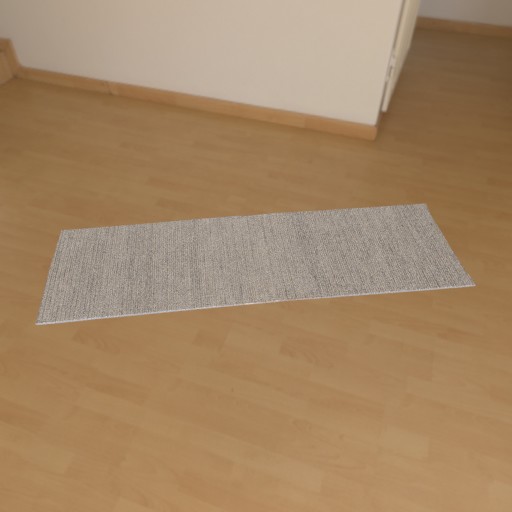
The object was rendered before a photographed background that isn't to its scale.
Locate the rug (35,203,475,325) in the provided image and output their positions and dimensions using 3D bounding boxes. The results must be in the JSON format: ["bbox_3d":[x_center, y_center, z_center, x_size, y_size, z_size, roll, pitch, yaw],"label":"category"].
[{"bbox_3d":[0.000,0.000,2.548,2.320,0.032,0.692,-5,47,-4],"label":"rug"}]
